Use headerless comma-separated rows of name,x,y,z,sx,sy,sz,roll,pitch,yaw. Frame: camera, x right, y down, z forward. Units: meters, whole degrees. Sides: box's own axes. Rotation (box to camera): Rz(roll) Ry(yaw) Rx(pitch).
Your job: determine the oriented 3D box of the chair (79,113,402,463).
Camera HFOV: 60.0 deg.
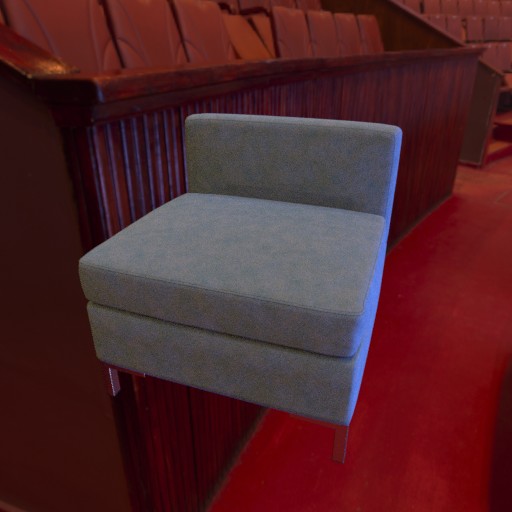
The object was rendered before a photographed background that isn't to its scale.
chair,0.000,0.000,1.236,0.684,0.660,0.685,9,28,18
